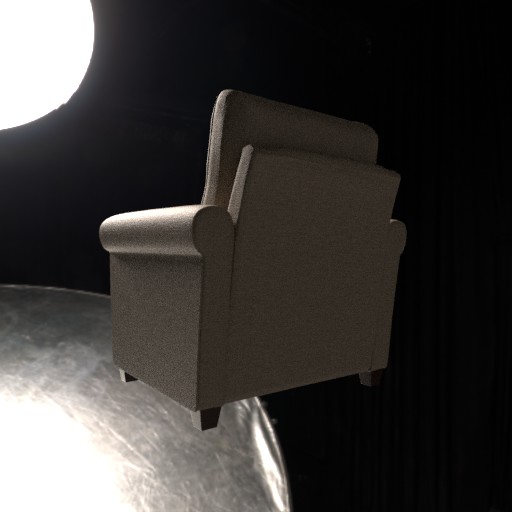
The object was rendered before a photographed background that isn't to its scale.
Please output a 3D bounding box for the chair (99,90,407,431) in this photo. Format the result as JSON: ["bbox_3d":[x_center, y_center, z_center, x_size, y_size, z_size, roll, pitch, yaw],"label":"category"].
[{"bbox_3d":[0.000,0.000,2.320,1.275,1.349,1.180,0,0,-36],"label":"chair"}]
